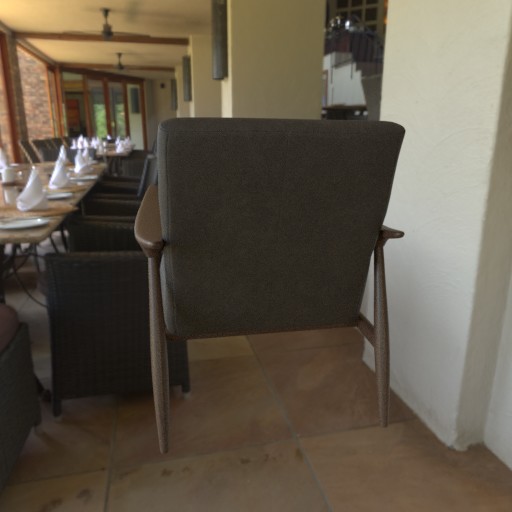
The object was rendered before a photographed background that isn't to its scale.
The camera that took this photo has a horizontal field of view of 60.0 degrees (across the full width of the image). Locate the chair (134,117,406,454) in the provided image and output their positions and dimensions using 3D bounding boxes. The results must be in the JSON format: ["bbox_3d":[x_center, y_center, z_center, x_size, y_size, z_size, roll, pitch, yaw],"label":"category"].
[{"bbox_3d":[0.000,0.000,1.432,0.741,0.831,0.798,-3,16,-10],"label":"chair"}]
